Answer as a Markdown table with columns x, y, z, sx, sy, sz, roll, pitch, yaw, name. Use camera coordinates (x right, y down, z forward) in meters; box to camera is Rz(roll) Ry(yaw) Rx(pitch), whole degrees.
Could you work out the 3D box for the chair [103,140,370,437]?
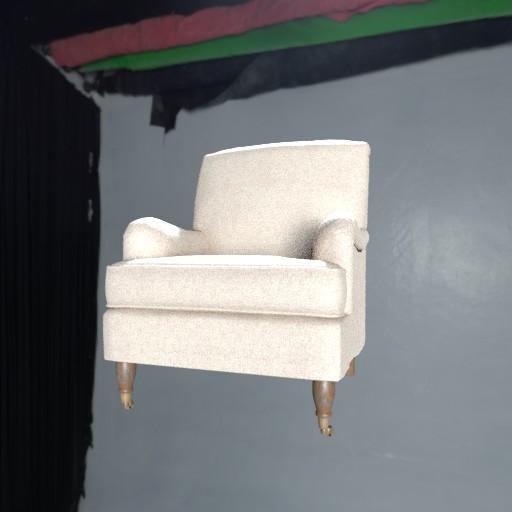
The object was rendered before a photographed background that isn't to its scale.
| x | y | z | sx | sy | sz | roll | pitch | yaw | name |
| --- | --- | --- | --- | --- | --- | --- | --- | --- | --- |
| 0.000 | 0.000 | 1.855 | 0.879 | 1.119 | 0.953 | 0 | 0 | 19 | chair |
